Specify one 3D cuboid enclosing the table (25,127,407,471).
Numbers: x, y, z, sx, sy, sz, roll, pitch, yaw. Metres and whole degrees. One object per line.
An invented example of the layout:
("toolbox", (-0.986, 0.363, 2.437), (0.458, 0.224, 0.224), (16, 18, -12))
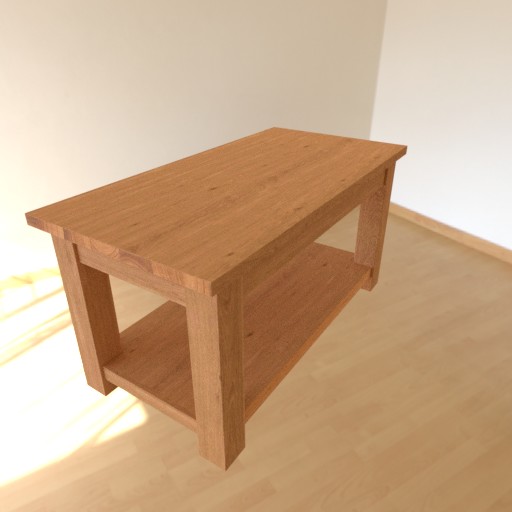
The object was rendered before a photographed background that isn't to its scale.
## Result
("table", (0.000, 0.000, 1.162), (0.450, 0.452, 0.899), (17, 33, 29))
